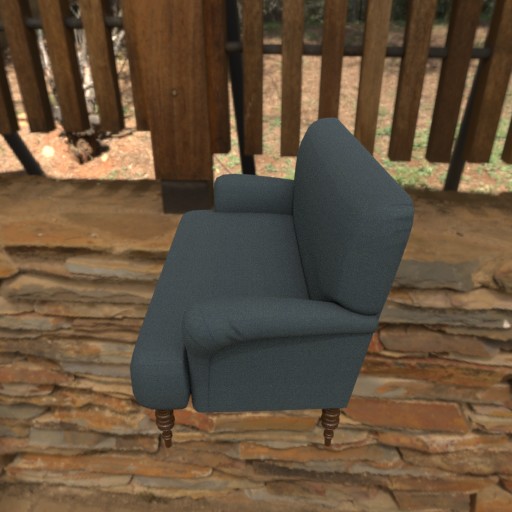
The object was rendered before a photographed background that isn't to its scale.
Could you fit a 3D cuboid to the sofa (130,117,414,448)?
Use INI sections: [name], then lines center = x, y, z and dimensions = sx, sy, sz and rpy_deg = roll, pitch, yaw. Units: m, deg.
[sofa]
center = 0.000, 0.000, 1.778
dimensions = 0.779, 0.889, 1.297
rpy_deg = 0, 27, 0
